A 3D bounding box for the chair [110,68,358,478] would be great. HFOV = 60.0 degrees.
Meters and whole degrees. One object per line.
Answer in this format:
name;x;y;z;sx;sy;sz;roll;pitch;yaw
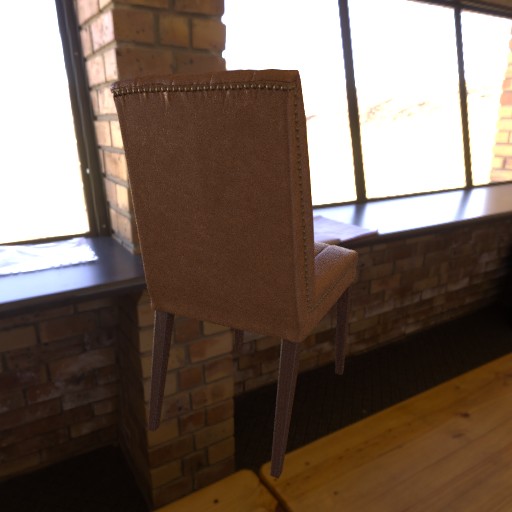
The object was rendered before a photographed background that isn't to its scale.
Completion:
chair;0.000;0.000;1.384;0.511;1.016;0.647;8;19;25
